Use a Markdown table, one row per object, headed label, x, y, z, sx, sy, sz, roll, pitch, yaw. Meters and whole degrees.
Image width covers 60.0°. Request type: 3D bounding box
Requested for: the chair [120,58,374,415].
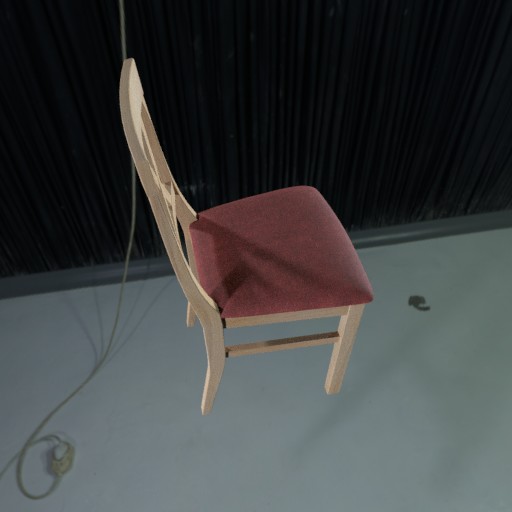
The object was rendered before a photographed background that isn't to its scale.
| label | x | y | z | sx | sy | sz | roll | pitch | yaw |
| --- | --- | --- | --- | --- | --- | --- | --- | --- | --- |
| chair | 0.000 | 0.000 | 1.147 | 0.492 | 0.912 | 0.439 | -10 | 48 | -10 |
